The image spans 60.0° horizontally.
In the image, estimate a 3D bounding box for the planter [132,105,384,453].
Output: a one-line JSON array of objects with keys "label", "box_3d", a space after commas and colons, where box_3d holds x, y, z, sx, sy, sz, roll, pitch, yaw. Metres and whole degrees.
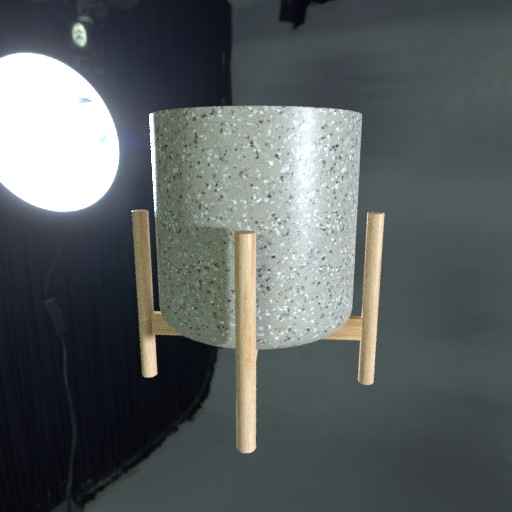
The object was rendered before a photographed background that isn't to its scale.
[{"label": "planter", "box_3d": [0.000, 0.000, 0.696, 0.360, 0.419, 0.360, 6, 14, 26]}]
